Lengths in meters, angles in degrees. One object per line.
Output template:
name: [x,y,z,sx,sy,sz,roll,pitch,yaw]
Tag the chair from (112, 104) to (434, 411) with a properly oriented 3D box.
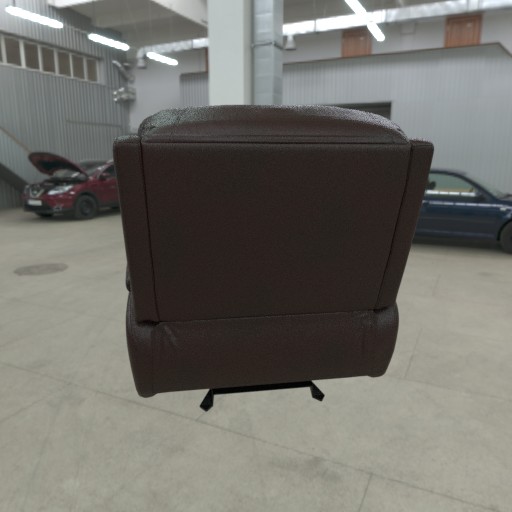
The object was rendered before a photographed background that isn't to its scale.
chair: [0.000,0.000,1.664,0.930,1.011,0.899,-2,12,-9]
